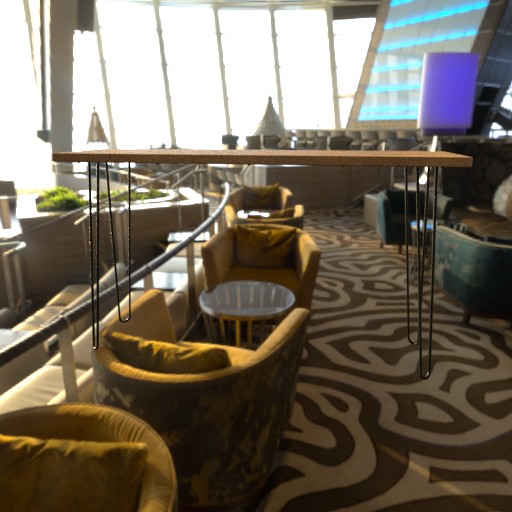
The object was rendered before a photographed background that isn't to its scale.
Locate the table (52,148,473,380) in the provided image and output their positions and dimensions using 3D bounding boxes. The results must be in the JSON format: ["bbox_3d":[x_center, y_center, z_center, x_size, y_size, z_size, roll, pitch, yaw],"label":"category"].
[{"bbox_3d":[0.000,0.000,1.750,1.400,0.799,0.399,3,16,10],"label":"table"}]
